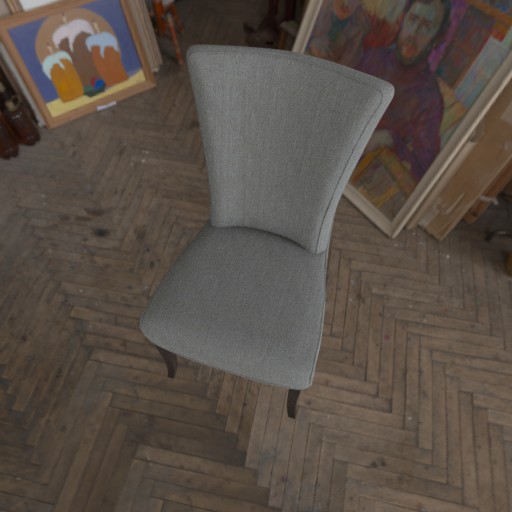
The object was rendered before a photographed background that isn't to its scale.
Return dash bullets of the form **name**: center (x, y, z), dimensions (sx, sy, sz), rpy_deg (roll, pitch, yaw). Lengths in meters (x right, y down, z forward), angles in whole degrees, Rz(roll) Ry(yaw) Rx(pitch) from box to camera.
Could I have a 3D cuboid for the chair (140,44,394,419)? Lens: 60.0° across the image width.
- **chair**: center (0.000, 0.000, 1.345), dimensions (0.520, 0.991, 0.660), rpy_deg (15, 59, 10)
